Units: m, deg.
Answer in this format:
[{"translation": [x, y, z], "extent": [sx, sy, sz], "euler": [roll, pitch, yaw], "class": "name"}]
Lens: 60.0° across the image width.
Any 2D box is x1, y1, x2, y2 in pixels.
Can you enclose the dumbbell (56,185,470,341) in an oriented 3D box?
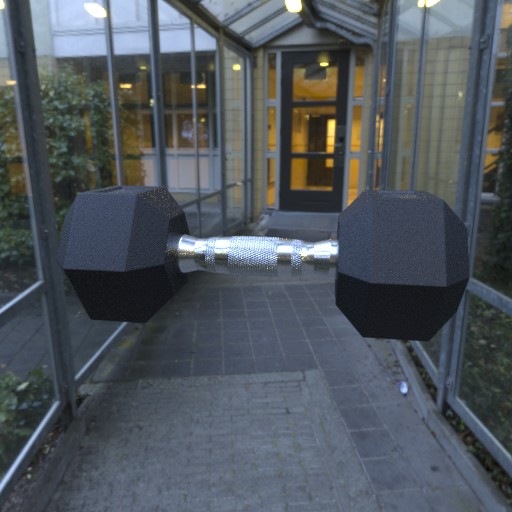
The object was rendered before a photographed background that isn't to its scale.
[{"translation": [0.000, 0.000, 0.319], "extent": [0.272, 0.092, 0.106], "euler": [2, 15, 9], "class": "dumbbell"}]
